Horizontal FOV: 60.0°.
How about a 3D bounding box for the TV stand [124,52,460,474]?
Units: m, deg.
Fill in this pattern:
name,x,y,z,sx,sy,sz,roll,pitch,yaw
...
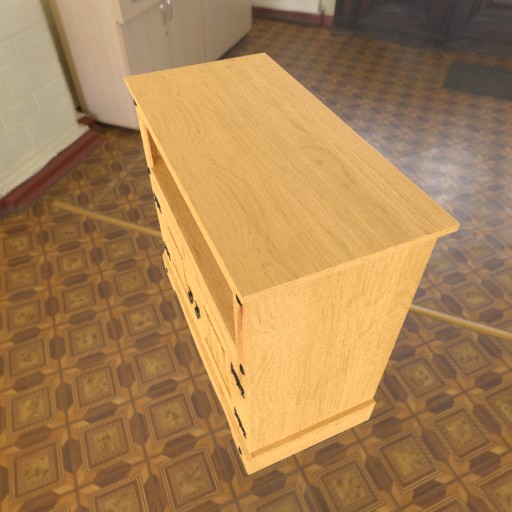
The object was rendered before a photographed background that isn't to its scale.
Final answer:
name,x,y,z,sx,sy,sz,roll,pitch,yaw
TV stand,0.000,0.000,1.290,0.430,0.787,0.851,-17,48,-16
